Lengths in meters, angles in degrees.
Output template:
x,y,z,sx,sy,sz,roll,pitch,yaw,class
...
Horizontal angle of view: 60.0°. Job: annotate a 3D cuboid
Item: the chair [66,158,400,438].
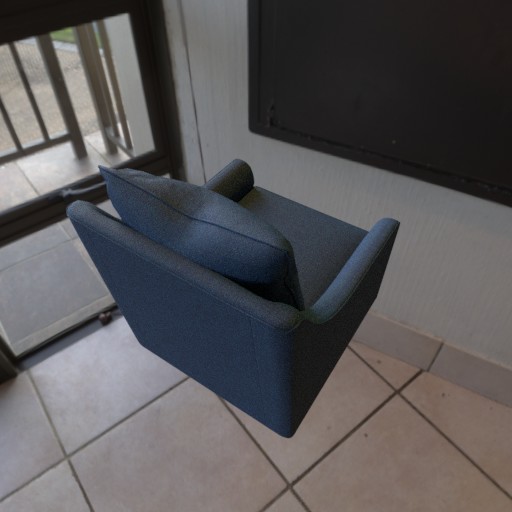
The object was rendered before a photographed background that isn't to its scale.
x,y,z,sx,sy,sz,roll,pitch,yaw,class
0.000,0.000,1.595,0.750,0.939,0.870,26,52,22,chair
